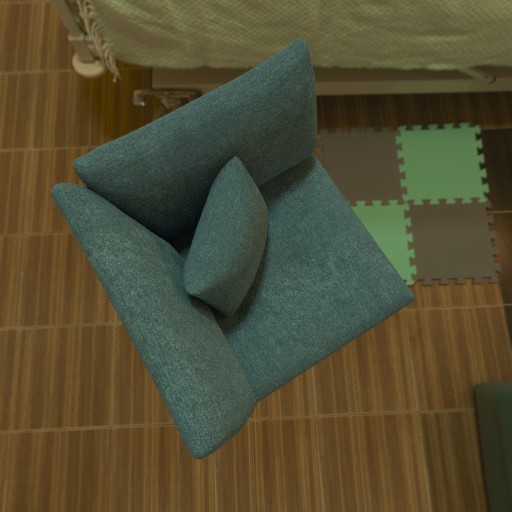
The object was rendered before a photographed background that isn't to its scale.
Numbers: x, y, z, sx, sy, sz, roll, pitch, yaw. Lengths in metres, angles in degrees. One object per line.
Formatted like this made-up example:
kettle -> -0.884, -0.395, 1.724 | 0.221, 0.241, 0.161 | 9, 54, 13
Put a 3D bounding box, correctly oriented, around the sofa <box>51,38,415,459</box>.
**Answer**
sofa -> 0.000, 0.000, 1.728 | 1.000, 0.820, 1.000 | -31, 78, -7
